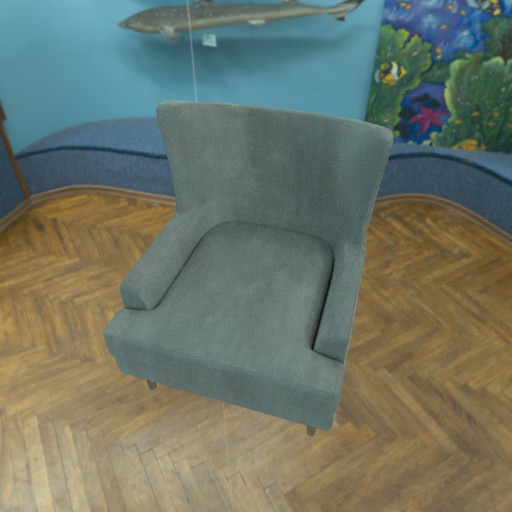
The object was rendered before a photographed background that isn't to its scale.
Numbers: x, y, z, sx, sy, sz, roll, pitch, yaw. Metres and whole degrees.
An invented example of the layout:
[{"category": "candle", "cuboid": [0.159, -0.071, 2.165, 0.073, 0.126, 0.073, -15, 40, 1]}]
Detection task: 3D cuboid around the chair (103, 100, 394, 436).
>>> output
[{"category": "chair", "cuboid": [0.000, 0.000, 1.620, 0.784, 0.950, 0.906, 11, 42, 13]}]
